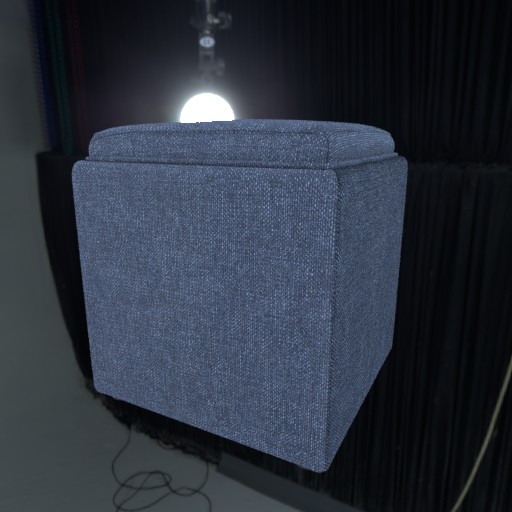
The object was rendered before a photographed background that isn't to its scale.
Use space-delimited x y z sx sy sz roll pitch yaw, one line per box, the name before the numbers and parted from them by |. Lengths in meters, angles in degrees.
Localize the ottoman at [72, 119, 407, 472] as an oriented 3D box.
ottoman | 0.000 0.000 0.837 0.454 0.493 0.436 8 17 27
